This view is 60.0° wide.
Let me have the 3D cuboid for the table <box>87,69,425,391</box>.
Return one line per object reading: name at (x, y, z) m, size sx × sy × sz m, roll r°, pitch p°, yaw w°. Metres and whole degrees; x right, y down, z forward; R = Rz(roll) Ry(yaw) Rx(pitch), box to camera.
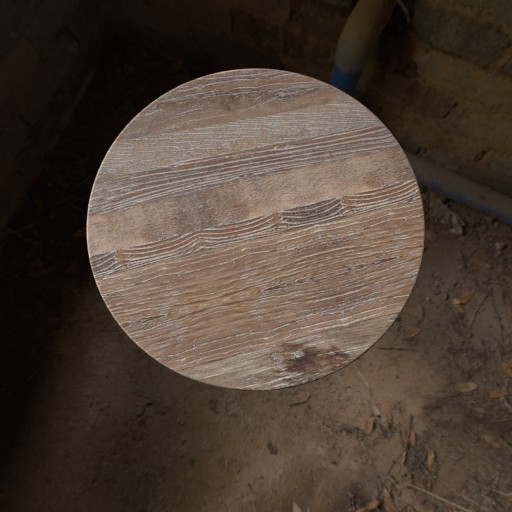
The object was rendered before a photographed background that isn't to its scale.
table at (0.000, 0.000, 0.897) m, size 0.500 × 0.500 × 0.500 m, roll 0°, pitch 76°, yaw 0°
